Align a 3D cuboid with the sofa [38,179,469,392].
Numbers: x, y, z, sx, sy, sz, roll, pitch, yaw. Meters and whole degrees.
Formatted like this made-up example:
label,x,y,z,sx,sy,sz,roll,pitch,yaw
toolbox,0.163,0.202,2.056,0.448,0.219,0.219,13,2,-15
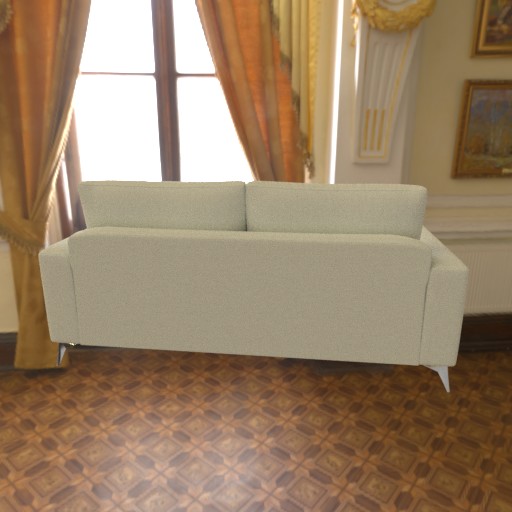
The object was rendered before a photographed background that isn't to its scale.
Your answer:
label,x,y,z,sx,sy,sz,roll,pitch,yaw
sofa,0.000,0.000,2.124,1.650,0.790,0.920,2,17,7
